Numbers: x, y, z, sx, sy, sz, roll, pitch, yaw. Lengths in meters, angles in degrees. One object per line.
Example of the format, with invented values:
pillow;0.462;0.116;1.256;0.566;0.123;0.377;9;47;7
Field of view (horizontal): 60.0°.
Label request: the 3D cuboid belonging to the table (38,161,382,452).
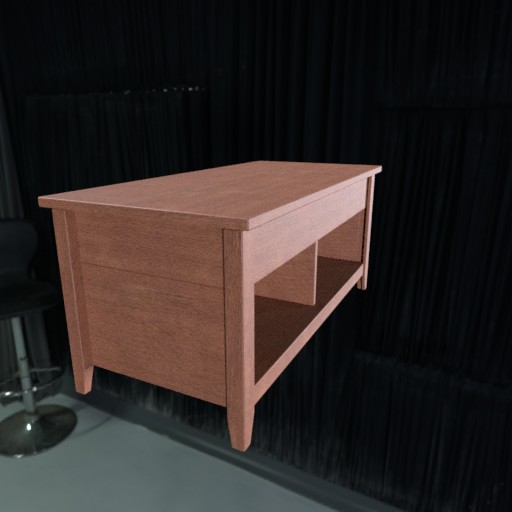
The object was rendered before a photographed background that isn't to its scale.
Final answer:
table;0.000;0.000;1.296;0.483;0.457;1.016;8;18;25
